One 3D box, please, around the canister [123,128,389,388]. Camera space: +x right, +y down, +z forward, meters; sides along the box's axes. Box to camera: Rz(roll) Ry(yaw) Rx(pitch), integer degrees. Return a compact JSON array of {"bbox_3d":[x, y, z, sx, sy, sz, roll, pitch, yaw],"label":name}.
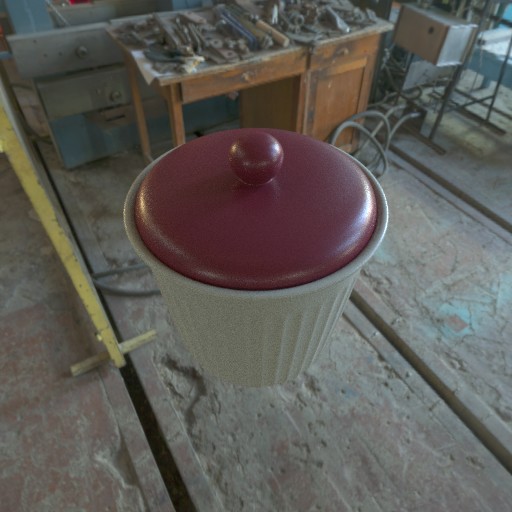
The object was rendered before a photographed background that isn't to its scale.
[{"bbox_3d":[0.000,0.000,0.350,0.181,0.211,0.181,0,46,0],"label":"canister"}]
